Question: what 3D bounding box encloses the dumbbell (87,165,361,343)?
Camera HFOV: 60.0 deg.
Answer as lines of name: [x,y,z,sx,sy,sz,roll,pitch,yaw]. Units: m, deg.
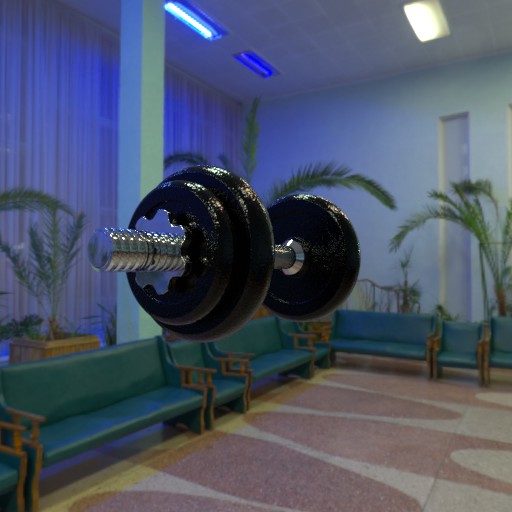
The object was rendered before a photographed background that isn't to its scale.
dumbbell: [0.000,0.000,0.604,0.202,0.202,0.497,-1,-2,35]
